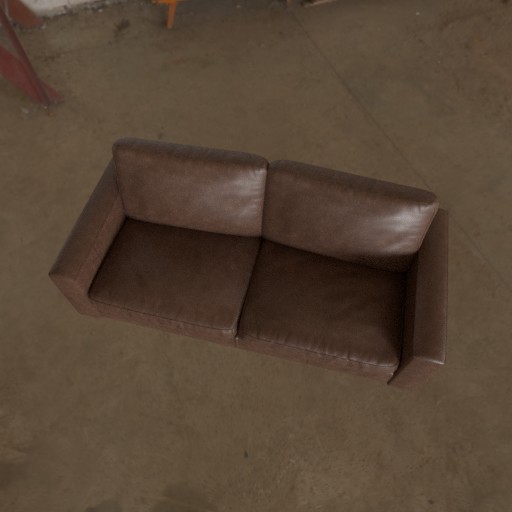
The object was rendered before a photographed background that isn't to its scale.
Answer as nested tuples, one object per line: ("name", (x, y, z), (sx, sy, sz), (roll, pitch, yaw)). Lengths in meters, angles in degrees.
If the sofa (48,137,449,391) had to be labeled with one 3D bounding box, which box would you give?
("sofa", (0.000, 0.000, 2.672), (2.179, 0.873, 1.016), (12, 60, 7))
